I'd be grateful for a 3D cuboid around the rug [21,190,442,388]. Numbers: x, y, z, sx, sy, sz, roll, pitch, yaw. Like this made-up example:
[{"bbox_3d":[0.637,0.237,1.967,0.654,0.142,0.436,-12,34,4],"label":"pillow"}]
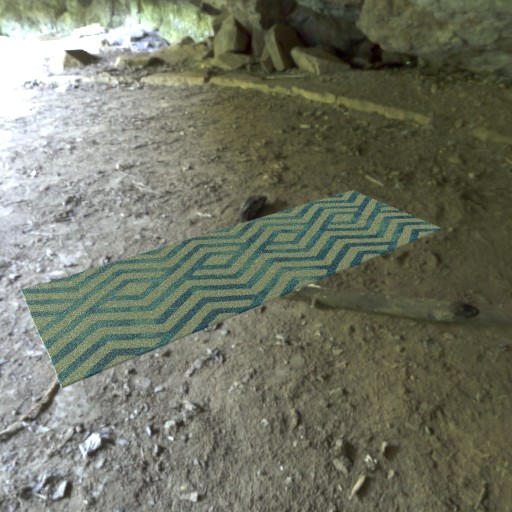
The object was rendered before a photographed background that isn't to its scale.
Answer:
[{"bbox_3d":[0.000,0.000,1.611,1.492,0.007,0.503,-19,35,-30],"label":"rug"}]
